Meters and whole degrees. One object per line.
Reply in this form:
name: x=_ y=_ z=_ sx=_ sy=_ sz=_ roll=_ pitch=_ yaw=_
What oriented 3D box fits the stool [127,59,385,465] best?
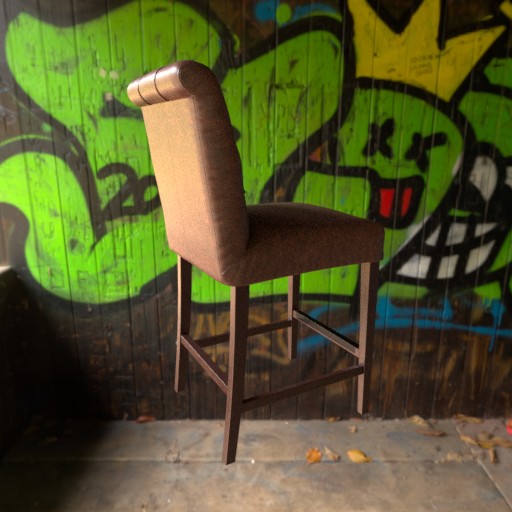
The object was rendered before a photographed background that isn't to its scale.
stool: x=0.000 y=0.000 z=1.431 sx=0.660 sy=1.084 sz=0.486 roll=-8 pitch=17 yaw=-28
